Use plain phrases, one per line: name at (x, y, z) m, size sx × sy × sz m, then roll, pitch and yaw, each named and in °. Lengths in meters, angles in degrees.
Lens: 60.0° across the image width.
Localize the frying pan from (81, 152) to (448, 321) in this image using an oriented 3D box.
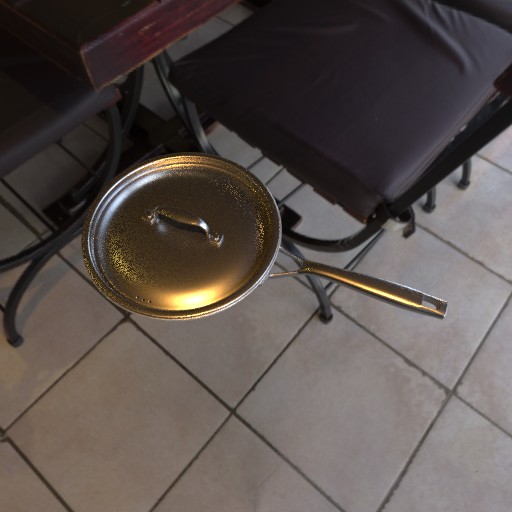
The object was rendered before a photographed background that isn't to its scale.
frying pan at (0.000, 0.000, 0.597) m, size 0.490 × 0.086 × 0.272 m, roll 19°, pitch 62°, yaw 11°
